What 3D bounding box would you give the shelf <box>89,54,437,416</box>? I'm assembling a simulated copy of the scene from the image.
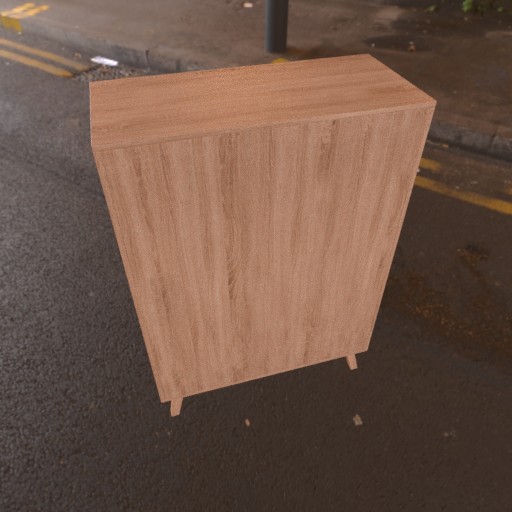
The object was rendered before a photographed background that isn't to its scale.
[{"bbox_3d":[0.000,0.000,1.851,1.000,1.390,0.450,-11,43,-12],"label":"shelf"}]
